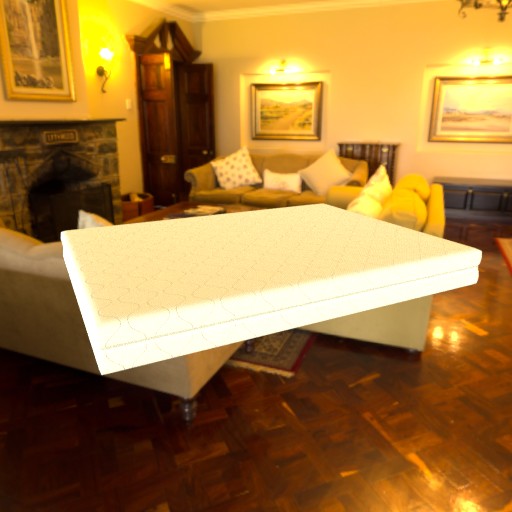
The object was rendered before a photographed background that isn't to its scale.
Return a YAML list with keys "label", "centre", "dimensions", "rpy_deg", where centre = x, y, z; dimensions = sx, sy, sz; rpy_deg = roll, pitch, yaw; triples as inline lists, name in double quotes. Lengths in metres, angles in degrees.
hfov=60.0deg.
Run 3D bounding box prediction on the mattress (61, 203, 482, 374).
- label: "mattress"
  centre: [0.000, 0.000, 2.477]
  dimensions: [1.900, 0.200, 1.400]
  rpy_deg: [-9, 20, -26]
